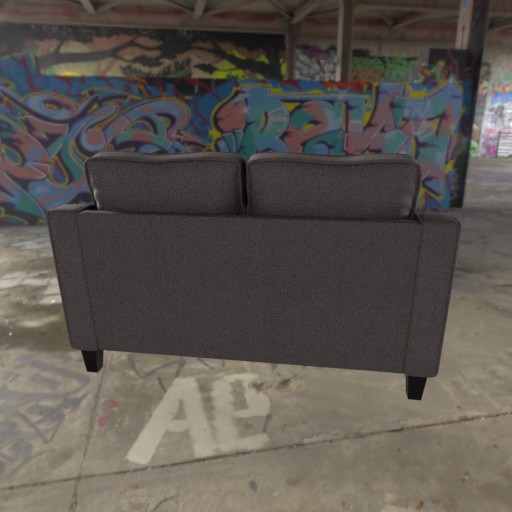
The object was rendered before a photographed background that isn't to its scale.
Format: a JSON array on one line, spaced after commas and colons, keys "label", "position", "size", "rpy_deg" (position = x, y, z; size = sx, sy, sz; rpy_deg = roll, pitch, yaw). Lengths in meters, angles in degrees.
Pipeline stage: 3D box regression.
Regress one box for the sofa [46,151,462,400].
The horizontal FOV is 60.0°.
[{"label": "sofa", "position": [0.000, 0.000, 2.014], "size": [1.500, 0.948, 0.791], "rpy_deg": [2, 17, 8]}]
